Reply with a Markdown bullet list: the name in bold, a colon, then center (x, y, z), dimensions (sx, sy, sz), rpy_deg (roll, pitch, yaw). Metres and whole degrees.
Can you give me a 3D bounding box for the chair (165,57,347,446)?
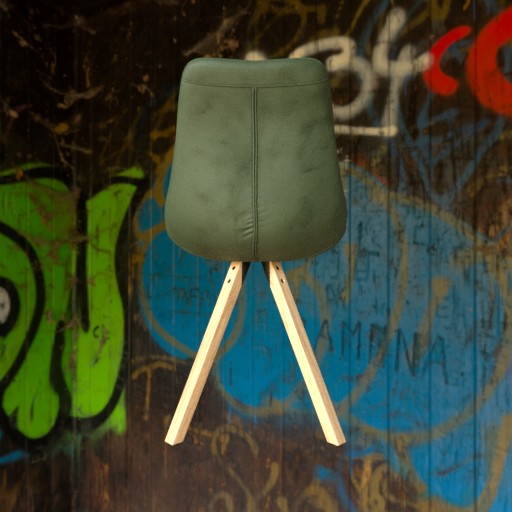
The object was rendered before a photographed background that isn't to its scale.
- **chair**: center (0.000, 0.000, 1.221), dimensions (0.483, 0.865, 0.547), rpy_deg (0, 0, 0)
